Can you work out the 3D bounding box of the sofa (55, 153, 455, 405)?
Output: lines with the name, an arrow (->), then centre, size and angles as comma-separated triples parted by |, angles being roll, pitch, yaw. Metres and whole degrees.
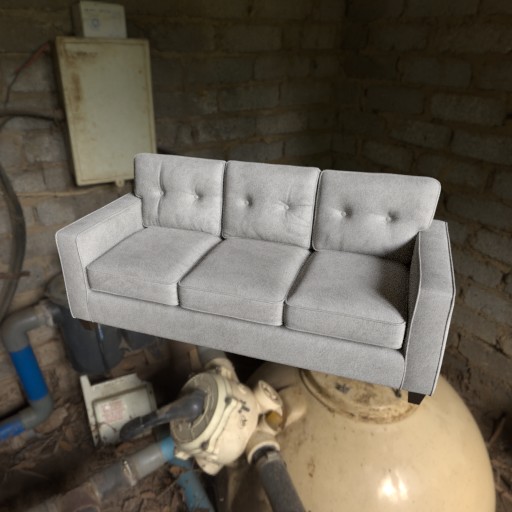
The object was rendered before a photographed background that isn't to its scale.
sofa -> 0.000, 0.000, 2.645 | 2.133, 0.965, 0.939 | 9, 27, 17
